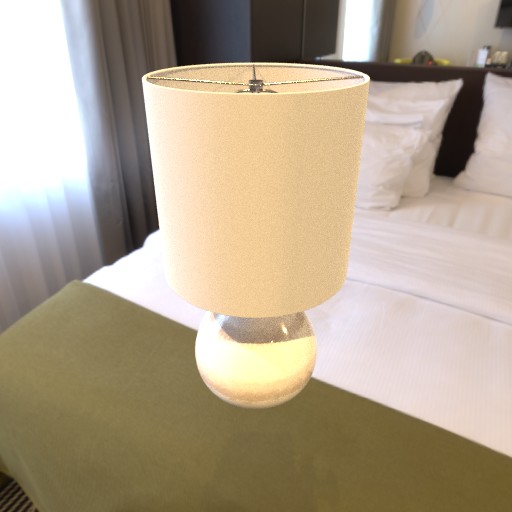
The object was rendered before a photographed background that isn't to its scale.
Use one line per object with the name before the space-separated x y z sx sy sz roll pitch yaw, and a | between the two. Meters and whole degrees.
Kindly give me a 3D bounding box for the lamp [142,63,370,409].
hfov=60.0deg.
lamp | 0.000 0.000 0.530 0.217 0.404 0.217 -1 29 -1
